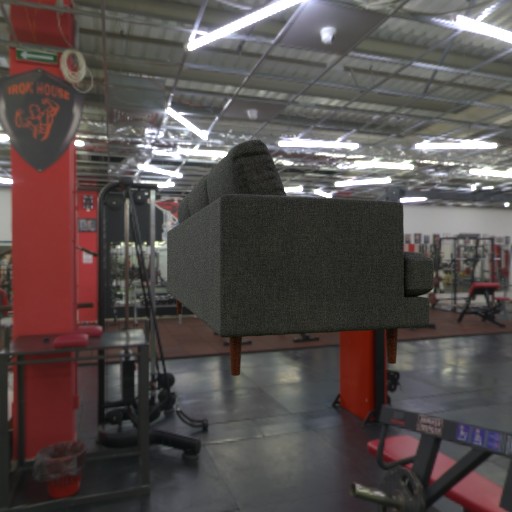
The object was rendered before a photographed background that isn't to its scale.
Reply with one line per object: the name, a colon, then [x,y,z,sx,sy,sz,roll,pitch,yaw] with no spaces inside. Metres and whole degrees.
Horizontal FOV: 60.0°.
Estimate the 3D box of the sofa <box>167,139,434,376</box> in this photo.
sofa: [0.000,0.000,2.750,0.903,0.930,2.246,0,0,-16]
